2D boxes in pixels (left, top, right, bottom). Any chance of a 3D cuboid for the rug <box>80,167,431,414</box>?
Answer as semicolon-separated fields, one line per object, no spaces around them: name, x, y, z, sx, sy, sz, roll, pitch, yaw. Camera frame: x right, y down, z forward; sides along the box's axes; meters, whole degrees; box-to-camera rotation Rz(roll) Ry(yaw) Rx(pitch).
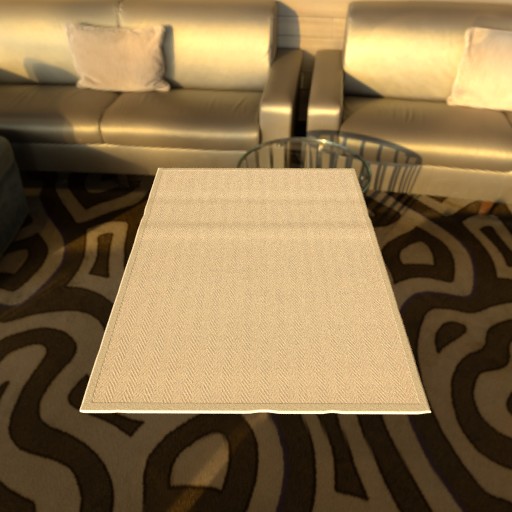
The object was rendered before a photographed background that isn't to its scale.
rug;0.000;0.000;4.797;2.734;0.037;3.659;0;42;0
